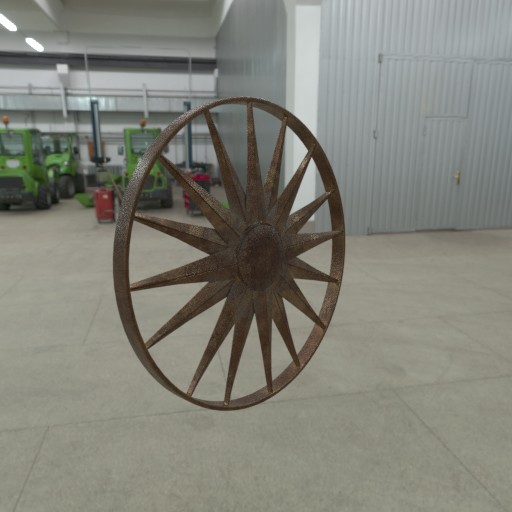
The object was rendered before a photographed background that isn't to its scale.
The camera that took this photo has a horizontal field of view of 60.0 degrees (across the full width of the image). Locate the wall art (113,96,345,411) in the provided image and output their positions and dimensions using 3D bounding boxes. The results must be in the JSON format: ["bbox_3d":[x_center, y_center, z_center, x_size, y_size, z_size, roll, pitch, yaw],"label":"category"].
[{"bbox_3d":[0.000,0.000,0.855,0.084,0.583,0.582,13,19,42],"label":"wall art"}]
